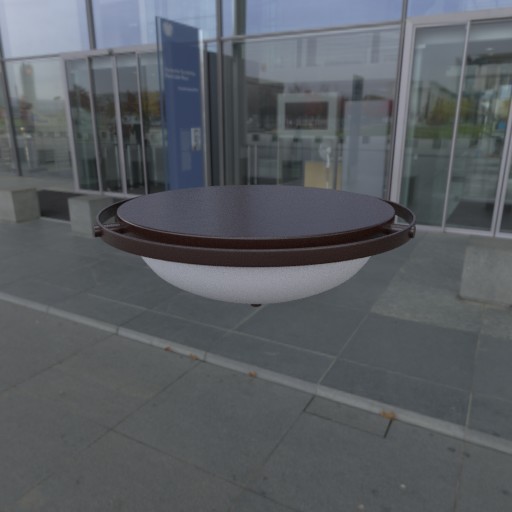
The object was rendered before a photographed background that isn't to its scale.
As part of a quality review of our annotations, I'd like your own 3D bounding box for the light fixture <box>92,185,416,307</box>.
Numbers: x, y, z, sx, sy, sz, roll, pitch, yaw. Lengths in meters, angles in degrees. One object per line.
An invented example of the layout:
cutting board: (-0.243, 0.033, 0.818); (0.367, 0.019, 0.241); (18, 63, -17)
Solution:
light fixture: (0.000, 0.000, 0.546); (0.361, 0.130, 0.361); (0, 17, 0)
